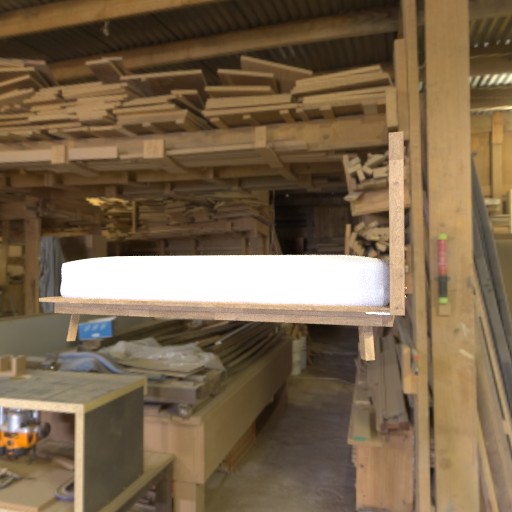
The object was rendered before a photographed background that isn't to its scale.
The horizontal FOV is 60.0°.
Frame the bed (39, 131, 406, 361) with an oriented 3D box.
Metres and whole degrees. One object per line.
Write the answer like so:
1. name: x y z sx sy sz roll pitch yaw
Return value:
1. bed: 0.000 0.000 3.395 2.167 1.100 2.116 0 -1 18
